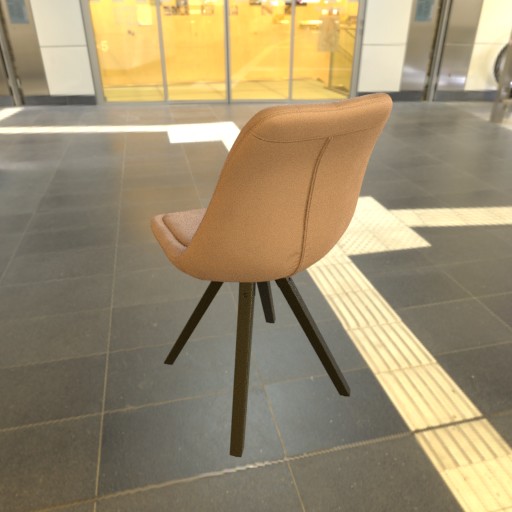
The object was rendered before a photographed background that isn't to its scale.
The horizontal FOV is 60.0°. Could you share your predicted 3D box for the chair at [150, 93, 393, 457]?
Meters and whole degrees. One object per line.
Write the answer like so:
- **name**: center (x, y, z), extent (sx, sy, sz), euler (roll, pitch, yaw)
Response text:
- **chair**: center (0.000, 0.000, 1.173), extent (0.483, 0.865, 0.547), euler (-17, 33, -28)
